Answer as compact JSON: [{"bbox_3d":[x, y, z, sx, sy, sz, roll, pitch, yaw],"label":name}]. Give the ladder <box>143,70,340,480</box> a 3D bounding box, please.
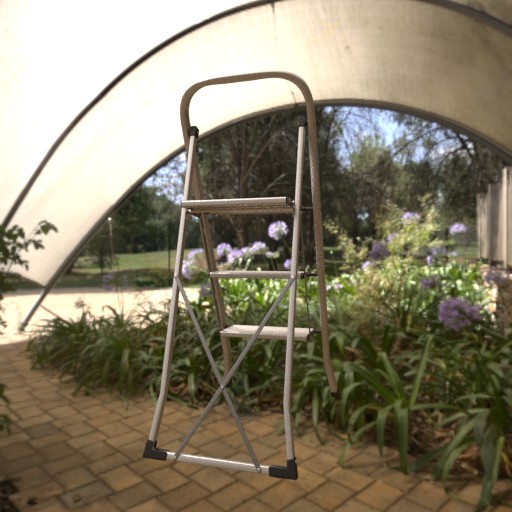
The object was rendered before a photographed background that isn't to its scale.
[{"bbox_3d":[0.000,0.000,1.442,0.465,1.070,0.704,0,0,17],"label":"ladder"}]
